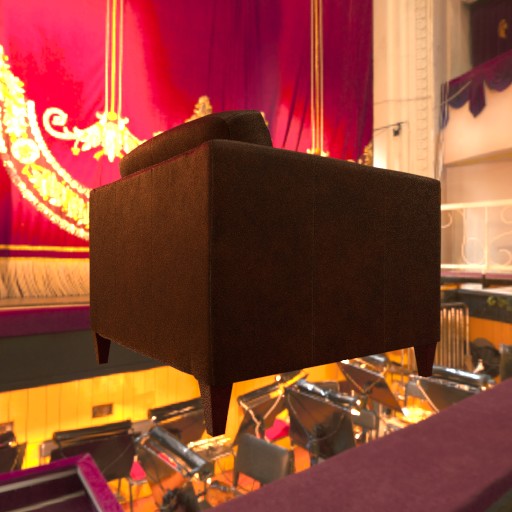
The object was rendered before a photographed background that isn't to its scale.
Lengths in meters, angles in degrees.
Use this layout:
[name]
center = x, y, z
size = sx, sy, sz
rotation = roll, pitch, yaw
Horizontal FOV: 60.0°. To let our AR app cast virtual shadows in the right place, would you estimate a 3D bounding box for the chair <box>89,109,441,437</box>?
[chair]
center = 0.000, 0.000, 1.695
size = 0.975, 0.864, 0.990
rotation = 0, 0, -36
